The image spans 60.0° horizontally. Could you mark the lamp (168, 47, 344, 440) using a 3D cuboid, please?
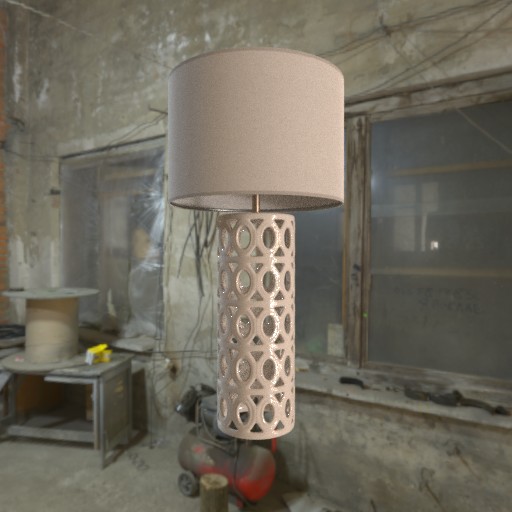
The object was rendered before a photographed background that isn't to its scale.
[{"bbox_3d":[0.000,0.000,0.836,0.325,0.636,0.324,0,0,0],"label":"lamp"}]
